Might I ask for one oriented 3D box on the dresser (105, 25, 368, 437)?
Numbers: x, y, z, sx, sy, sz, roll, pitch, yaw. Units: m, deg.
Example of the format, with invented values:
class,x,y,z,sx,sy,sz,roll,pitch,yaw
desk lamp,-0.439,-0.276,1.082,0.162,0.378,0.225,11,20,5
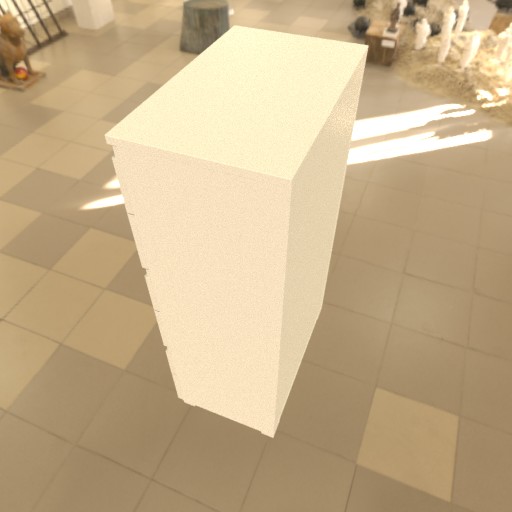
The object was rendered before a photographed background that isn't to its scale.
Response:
class,x,y,z,sx,sy,sz,roll,pitch,yaw
dresser,0.000,0.000,1.483,0.400,1.190,0.650,16,49,15
